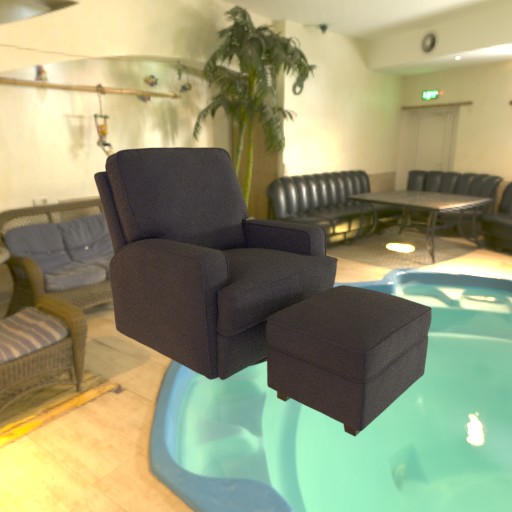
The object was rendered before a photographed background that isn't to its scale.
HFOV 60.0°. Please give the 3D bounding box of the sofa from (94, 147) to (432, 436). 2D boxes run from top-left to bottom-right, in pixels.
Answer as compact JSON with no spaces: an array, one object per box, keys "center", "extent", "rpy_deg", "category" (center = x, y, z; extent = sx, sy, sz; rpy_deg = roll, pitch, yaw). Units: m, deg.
[{"center":[0.000,0.000,2.038],"extent":[1.472,0.959,0.861],"rpy_deg":[13,20,41],"category":"sofa"}]
